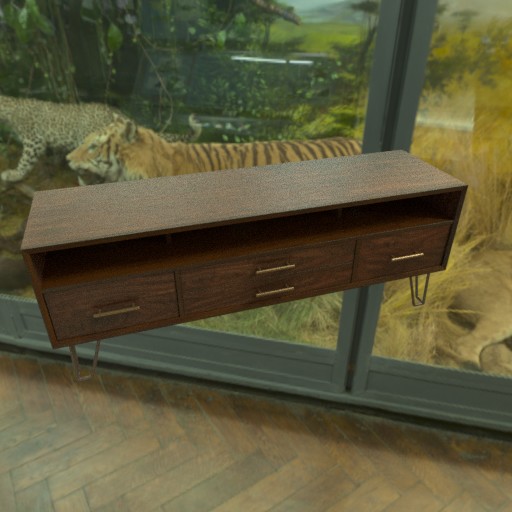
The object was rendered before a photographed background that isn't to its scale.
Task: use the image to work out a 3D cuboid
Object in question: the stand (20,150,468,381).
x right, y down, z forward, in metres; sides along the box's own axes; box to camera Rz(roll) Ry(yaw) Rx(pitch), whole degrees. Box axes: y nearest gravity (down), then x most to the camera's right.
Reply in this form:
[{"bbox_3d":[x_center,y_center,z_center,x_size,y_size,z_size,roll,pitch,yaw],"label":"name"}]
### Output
[{"bbox_3d":[0.000,0.000,1.879,1.626,0.610,0.481,-10,33,-15],"label":"stand"}]
